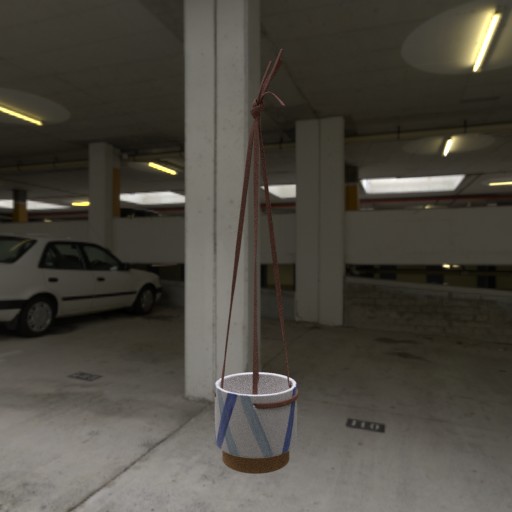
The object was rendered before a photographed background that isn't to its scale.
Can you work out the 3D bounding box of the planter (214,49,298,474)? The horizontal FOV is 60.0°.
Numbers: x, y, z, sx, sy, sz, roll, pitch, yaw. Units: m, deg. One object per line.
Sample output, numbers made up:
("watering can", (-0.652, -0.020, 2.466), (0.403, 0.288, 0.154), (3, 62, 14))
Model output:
("planter", (0.000, 0.000, 0.828), (0.157, 0.753, 0.153), (0, 0, 18))
